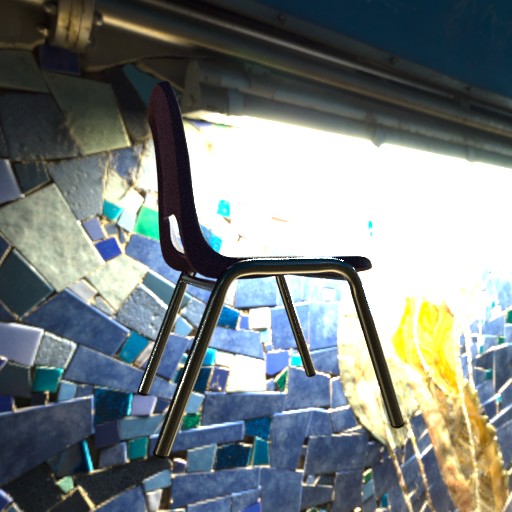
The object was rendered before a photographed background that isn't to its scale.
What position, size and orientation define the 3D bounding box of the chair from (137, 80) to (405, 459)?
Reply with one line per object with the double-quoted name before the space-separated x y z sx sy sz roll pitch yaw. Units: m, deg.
"chair" 0.000 0.000 0.847 0.419 0.584 0.356 0 0 -19
